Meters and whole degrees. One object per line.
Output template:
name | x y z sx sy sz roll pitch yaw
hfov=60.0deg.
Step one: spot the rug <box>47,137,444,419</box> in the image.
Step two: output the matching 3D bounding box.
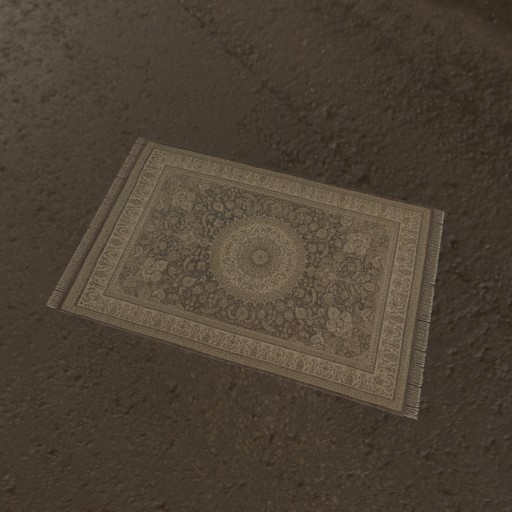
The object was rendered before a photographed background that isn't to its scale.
rug | 0.000 0.000 3.091 2.440 0.010 1.528 15 64 8
